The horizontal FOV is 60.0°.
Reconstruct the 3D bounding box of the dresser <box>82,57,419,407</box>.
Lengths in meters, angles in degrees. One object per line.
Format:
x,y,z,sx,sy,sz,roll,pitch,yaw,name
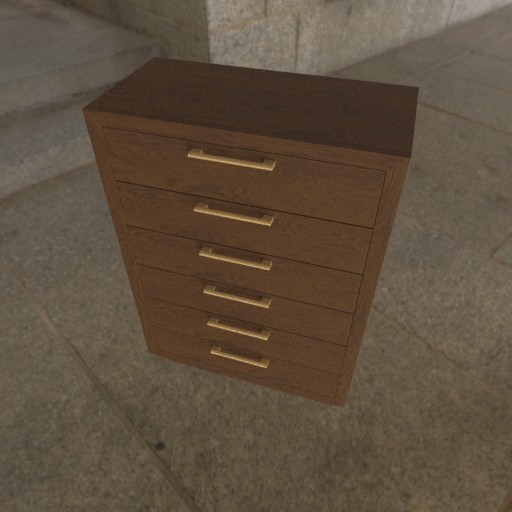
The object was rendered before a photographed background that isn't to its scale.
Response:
0.000,0.000,1.828,0.964,1.320,0.516,12,44,13,dresser
